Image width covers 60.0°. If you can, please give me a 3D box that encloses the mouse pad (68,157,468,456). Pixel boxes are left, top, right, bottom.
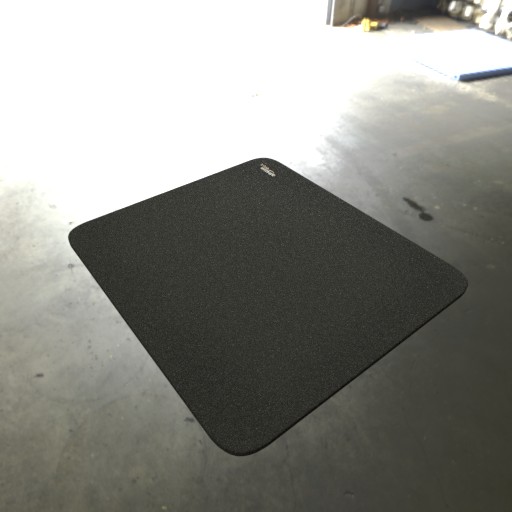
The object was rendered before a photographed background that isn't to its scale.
[{"bbox_3d":[0.000,0.000,0.321,0.203,0.003,0.229,-27,47,-28],"label":"mouse pad"}]
